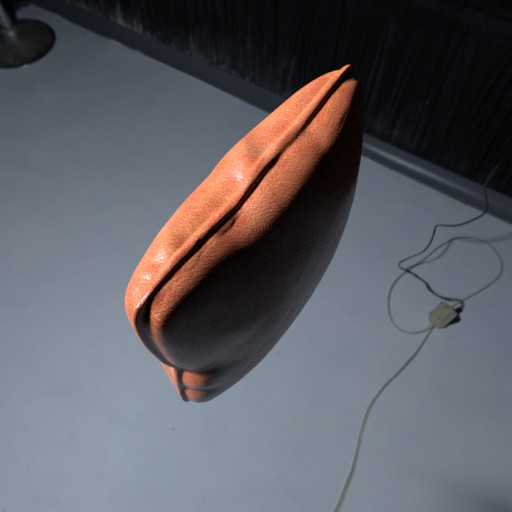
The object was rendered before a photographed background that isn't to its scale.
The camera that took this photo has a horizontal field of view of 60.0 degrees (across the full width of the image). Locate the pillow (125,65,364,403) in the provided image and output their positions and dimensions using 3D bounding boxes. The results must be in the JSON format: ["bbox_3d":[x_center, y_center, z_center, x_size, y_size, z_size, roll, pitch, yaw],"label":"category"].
[{"bbox_3d":[0.000,0.000,0.819,0.236,0.523,0.532,31,66,16],"label":"pillow"}]
